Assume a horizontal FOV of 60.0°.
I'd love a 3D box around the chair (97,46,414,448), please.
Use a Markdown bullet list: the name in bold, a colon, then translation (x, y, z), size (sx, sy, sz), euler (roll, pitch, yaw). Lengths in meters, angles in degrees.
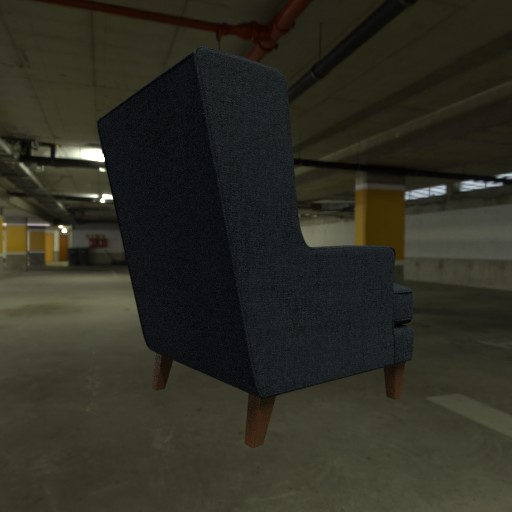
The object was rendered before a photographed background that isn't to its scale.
- **chair**: translation (0.000, 0.000, 1.673), size (0.947, 1.072, 0.764), euler (-1, 1, -37)
